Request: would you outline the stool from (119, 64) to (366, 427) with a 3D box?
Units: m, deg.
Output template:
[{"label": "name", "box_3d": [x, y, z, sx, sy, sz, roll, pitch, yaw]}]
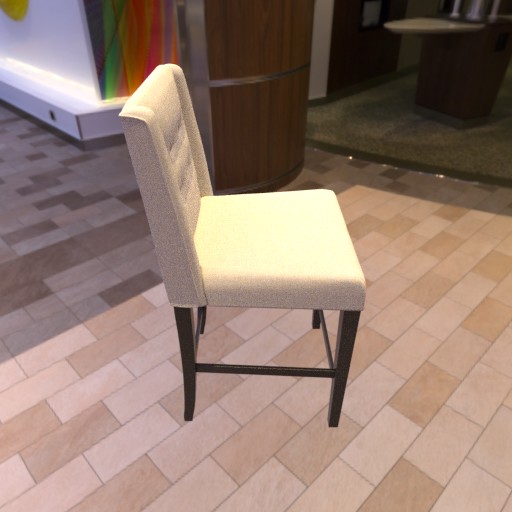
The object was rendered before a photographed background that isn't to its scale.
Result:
[{"label": "stool", "box_3d": [0.000, 0.000, 1.241, 0.509, 0.939, 0.474, 0, 34, 0]}]
